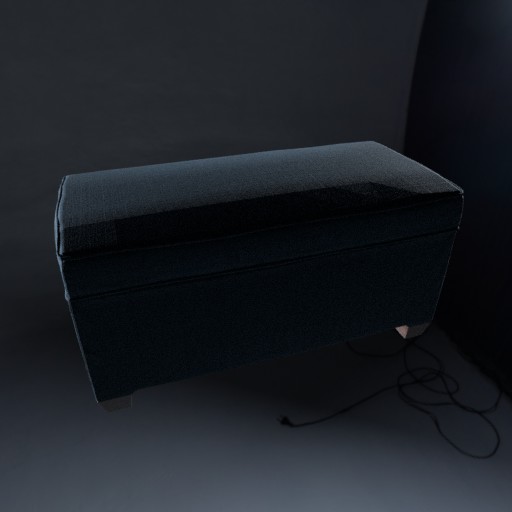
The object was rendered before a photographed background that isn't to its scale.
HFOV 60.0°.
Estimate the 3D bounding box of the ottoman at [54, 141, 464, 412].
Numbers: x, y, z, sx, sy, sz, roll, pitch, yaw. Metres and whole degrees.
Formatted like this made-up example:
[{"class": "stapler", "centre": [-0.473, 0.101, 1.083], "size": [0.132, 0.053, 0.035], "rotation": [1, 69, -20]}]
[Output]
[{"class": "ottoman", "centre": [0.000, 0.000, 1.225], "size": [0.943, 0.474, 0.474], "rotation": [-10, 33, -15]}]
